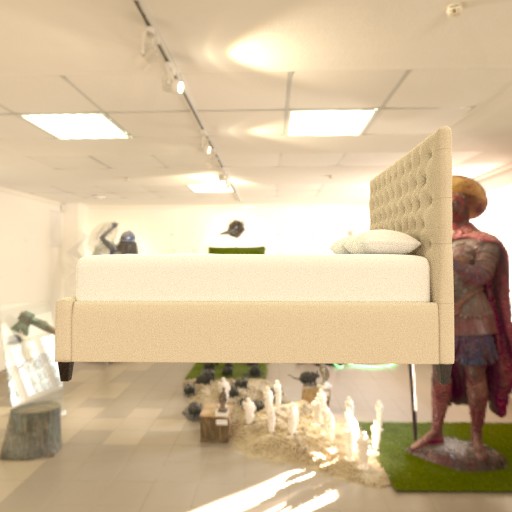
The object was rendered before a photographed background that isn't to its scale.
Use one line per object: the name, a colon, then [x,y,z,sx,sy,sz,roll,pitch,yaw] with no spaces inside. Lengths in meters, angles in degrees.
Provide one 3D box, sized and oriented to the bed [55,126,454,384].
bed: [0.000,0.000,3.291,2.233,1.426,1.696,0,0,1]
